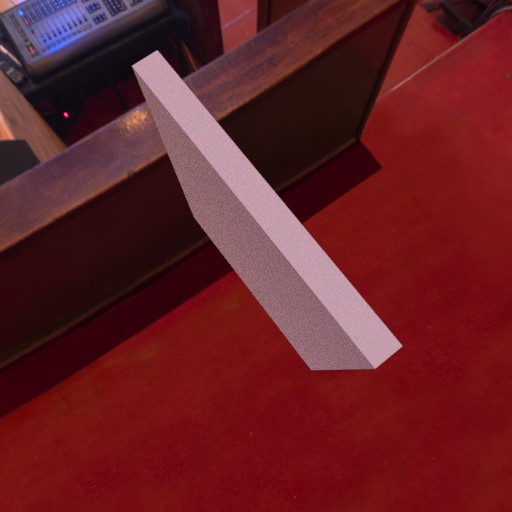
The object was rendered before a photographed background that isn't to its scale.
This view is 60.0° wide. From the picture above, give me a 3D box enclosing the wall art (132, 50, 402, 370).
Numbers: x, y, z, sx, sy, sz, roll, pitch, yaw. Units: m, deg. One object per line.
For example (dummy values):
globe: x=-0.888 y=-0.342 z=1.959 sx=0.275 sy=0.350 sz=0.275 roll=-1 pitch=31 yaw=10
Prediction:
wall art: x=0.000 y=0.000 z=0.767 sx=0.039 sy=0.553 sz=0.451 roll=-36 pitch=78 yaw=-9
